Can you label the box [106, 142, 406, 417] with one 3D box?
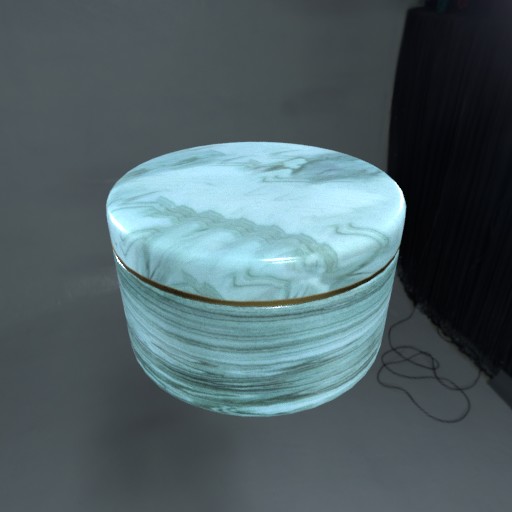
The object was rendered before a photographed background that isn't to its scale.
[{"bbox_3d":[0.000,0.000,0.169,0.101,0.063,0.101,0,31,0],"label":"box"}]
